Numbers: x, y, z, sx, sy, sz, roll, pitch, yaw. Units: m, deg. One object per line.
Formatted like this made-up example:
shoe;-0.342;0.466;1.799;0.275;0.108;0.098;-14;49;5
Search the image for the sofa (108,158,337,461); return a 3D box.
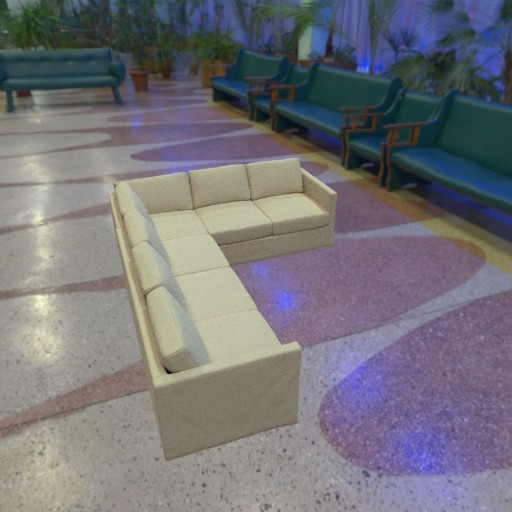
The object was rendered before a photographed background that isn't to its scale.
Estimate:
sofa;0.000;0.000;4.251;2.432;0.871;3.182;-11;32;-18
